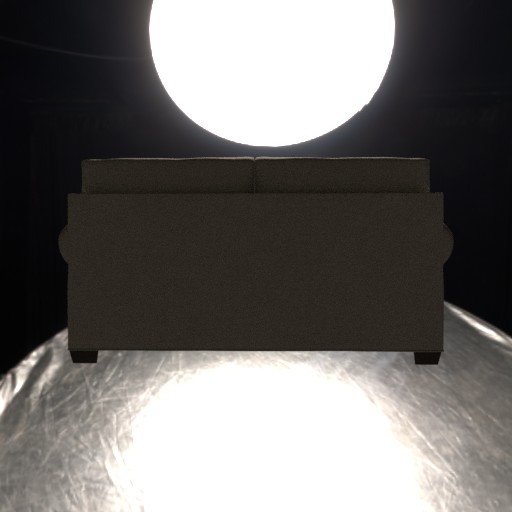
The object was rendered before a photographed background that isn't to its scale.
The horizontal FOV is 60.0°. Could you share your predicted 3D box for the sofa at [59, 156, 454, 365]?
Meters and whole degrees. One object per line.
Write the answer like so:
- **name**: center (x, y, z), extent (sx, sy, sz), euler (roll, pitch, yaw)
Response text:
- **sofa**: center (0.000, 0.000, 2.329), extent (1.774, 0.933, 0.861), euler (0, 1, 1)
